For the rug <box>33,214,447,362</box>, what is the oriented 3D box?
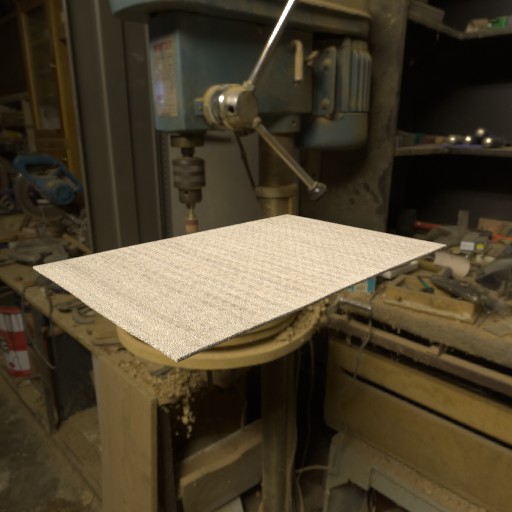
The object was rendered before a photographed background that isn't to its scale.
[{"bbox_3d":[0.000,0.000,2.917,2.297,0.018,1.532,-16,23,-42],"label":"rug"}]
